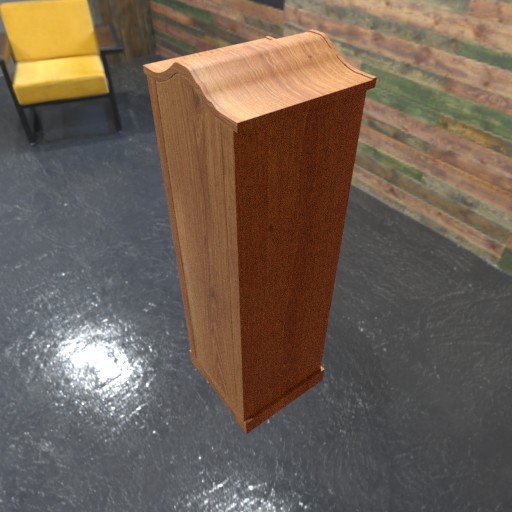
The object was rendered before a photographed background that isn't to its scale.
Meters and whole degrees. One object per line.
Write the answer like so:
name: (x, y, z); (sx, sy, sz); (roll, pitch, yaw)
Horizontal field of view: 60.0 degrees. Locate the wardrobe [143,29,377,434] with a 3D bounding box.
wardrobe: (0.000, 0.000, 2.096); (0.570, 1.870, 0.590); (-26, 48, -27)
